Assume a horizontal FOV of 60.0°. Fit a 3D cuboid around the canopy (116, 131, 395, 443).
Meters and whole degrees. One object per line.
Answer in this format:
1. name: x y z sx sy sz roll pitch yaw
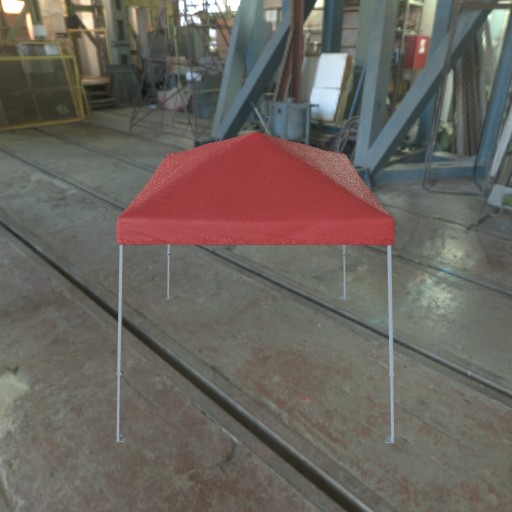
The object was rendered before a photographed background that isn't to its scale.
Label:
1. canopy: 0.000 0.000 6.552 3.599 3.600 3.600 0 26 0
